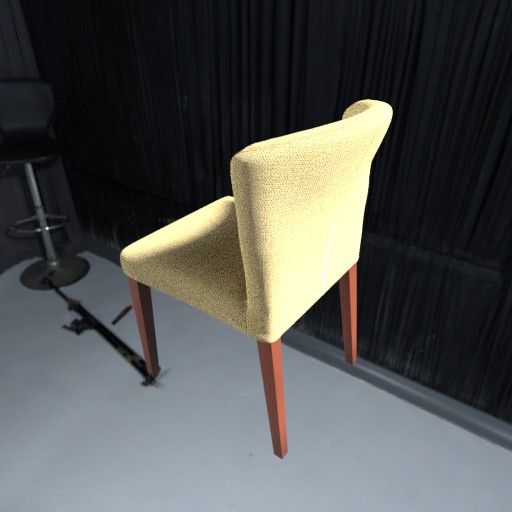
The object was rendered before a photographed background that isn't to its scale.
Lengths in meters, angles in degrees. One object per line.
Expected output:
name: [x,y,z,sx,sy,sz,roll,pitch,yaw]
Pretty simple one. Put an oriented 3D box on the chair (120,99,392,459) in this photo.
chair: [0.000,0.000,1.204,0.589,0.839,0.491,21,37,30]
